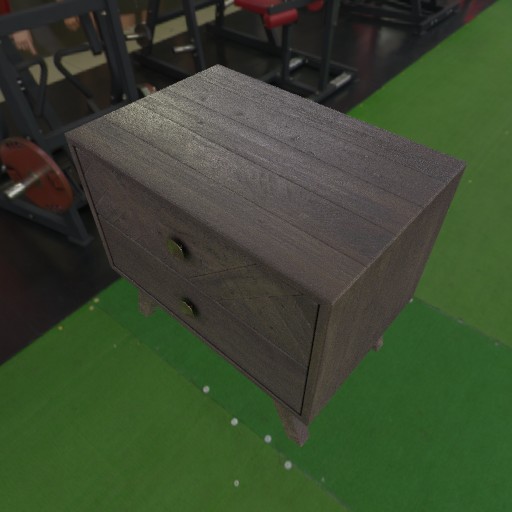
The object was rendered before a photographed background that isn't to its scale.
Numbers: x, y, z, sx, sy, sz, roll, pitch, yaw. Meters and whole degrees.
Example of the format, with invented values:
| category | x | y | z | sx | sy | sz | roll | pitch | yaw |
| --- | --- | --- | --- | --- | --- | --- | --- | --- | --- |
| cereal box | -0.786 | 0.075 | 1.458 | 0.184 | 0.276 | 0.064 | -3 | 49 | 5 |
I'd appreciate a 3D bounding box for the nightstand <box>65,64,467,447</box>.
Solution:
| category | x | y | z | sx | sy | sz | roll | pitch | yaw |
| --- | --- | --- | --- | --- | --- | --- | --- | --- | --- |
| nightstand | 0.000 | 0.000 | 1.068 | 0.650 | 0.599 | 0.450 | 32 | 54 | 27 |
